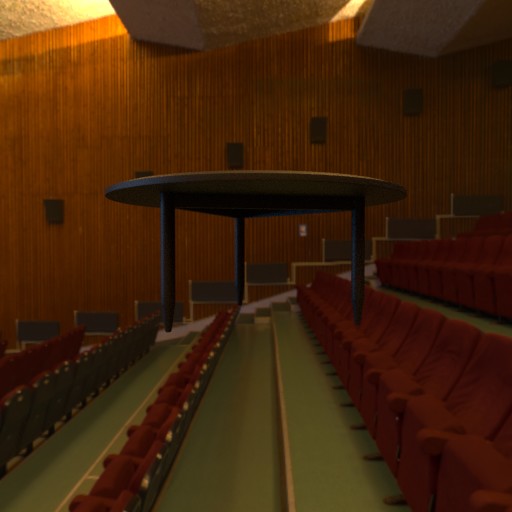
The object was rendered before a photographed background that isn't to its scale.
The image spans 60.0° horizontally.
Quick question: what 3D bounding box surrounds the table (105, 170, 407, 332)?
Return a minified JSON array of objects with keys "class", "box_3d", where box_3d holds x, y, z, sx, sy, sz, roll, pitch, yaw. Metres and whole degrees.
[{"class":"table","box_3d":[0.000,0.000,1.400,0.900,0.400,0.900,0,1,0]}]
